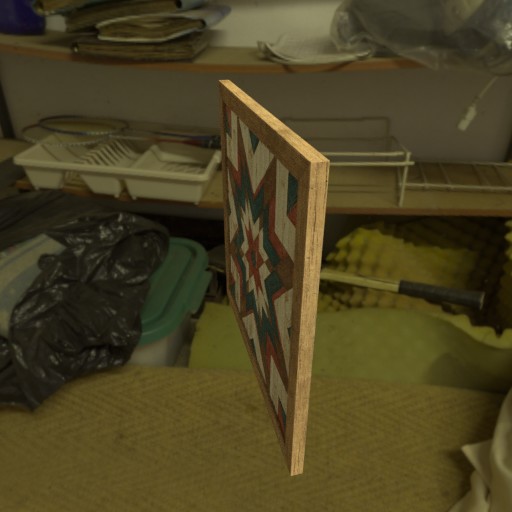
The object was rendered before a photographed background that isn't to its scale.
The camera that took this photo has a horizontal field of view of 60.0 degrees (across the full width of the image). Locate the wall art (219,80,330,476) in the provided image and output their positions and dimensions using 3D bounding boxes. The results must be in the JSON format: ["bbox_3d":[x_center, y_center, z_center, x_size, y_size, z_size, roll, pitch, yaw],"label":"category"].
[{"bbox_3d":[0.000,0.000,1.064,0.029,0.691,0.695,-7,31,-12],"label":"wall art"}]
